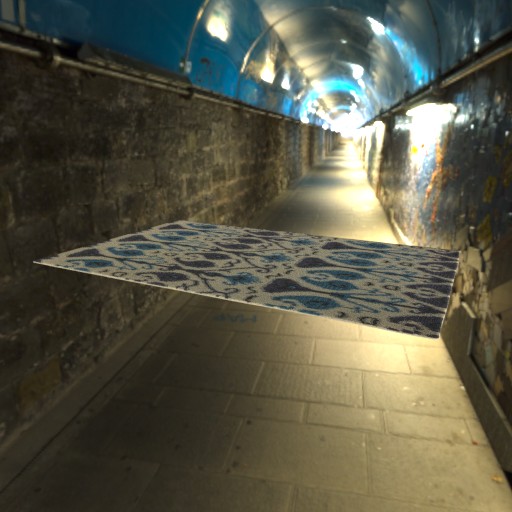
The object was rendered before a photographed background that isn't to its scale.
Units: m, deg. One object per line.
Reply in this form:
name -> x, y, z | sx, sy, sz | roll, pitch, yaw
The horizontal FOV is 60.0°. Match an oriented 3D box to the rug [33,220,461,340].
rug -> 0.000, 0.000, 2.069 | 1.698, 0.013, 1.072 | 8, 17, 26
